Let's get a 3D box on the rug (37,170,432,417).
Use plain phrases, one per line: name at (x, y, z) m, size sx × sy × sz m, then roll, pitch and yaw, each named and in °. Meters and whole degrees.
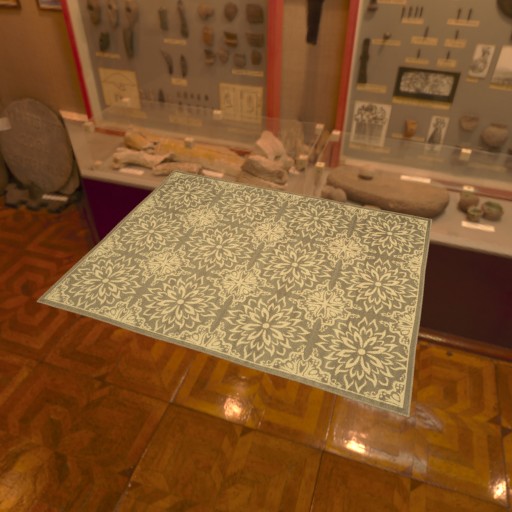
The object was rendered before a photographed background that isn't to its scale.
rug at (0.000, 0.000, 4.099) m, size 2.980 × 0.012 × 2.363 m, roll 13°, pitch 41°, yaw 16°
